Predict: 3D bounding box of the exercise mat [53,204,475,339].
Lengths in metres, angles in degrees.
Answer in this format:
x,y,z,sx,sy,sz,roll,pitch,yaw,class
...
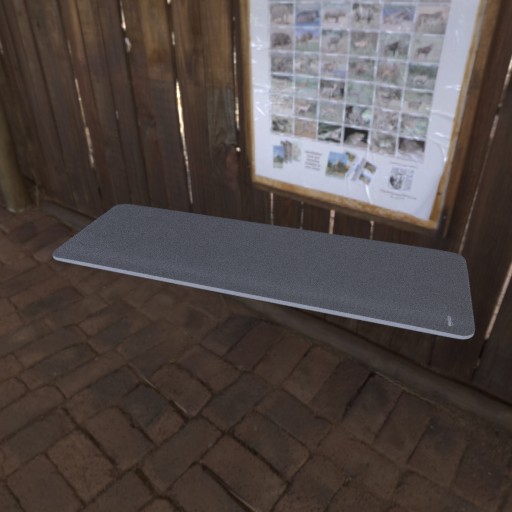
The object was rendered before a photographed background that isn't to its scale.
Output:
x,y,z,sx,sy,sz,roll,pitch,yaw,class
0.000,0.000,2.097,1.884,0.021,0.616,10,33,15,exercise mat
